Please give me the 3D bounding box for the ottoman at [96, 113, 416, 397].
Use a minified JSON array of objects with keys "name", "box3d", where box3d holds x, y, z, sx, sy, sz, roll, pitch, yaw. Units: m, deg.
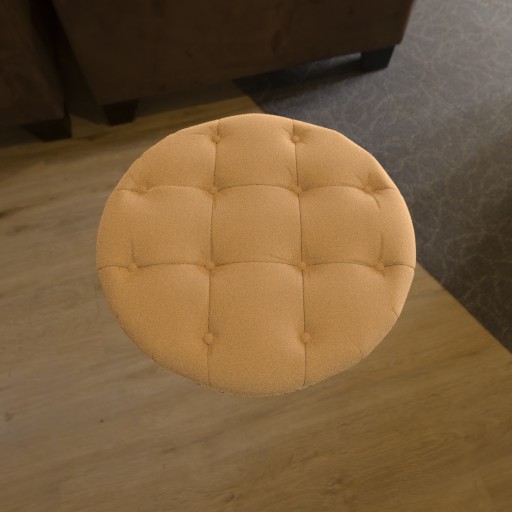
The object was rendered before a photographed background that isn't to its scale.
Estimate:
[{"name":"ottoman","box3d":[0.000,0.000,1.399,0.901,0.439,0.901,0,64,0]}]
